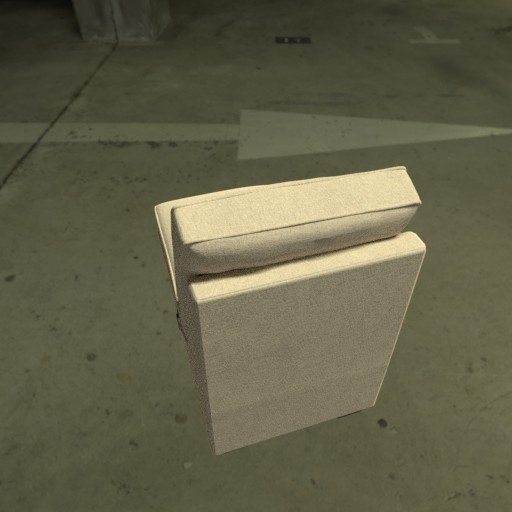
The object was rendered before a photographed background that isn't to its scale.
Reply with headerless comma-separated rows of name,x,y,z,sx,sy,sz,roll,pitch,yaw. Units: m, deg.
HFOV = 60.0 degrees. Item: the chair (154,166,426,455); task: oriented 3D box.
chair,0.000,0.000,1.585,0.621,0.970,0.938,-12,42,-14
